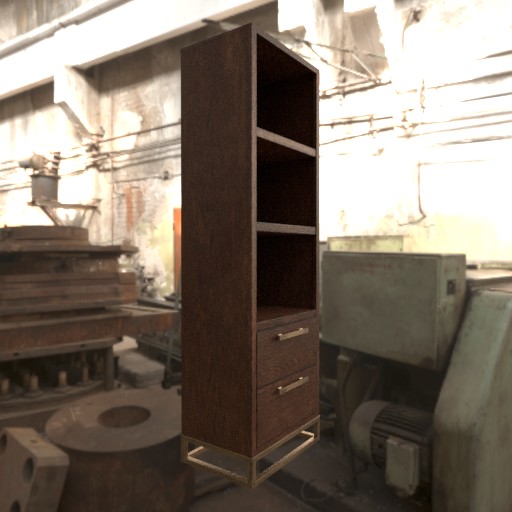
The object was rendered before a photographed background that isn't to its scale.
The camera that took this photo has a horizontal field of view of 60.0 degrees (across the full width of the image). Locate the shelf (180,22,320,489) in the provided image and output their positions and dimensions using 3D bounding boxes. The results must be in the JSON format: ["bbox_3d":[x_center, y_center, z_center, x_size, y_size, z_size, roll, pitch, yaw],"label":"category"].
[{"bbox_3d":[0.000,0.000,1.963,0.395,1.732,0.539,0,1,36],"label":"shelf"}]
